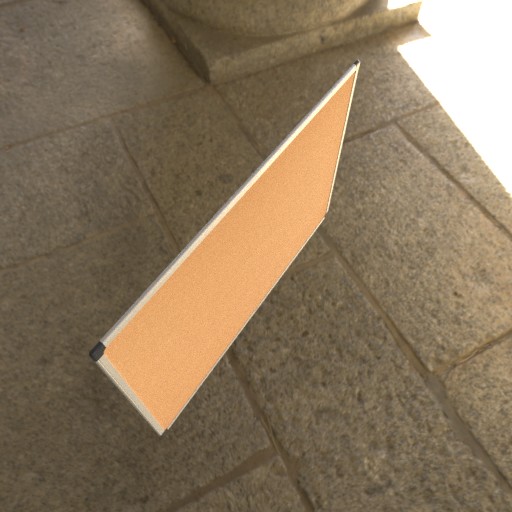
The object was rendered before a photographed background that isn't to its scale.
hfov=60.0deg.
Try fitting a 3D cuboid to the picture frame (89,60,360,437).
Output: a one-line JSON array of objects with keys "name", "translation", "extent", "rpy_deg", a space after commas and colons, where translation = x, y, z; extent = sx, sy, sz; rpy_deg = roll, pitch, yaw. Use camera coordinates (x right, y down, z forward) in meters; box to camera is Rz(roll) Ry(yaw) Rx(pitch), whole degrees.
[{"name": "picture frame", "translation": [0.000, 0.000, 1.119], "extent": [0.010, 0.600, 0.900], "rpy_deg": [29, 61, 18]}]
